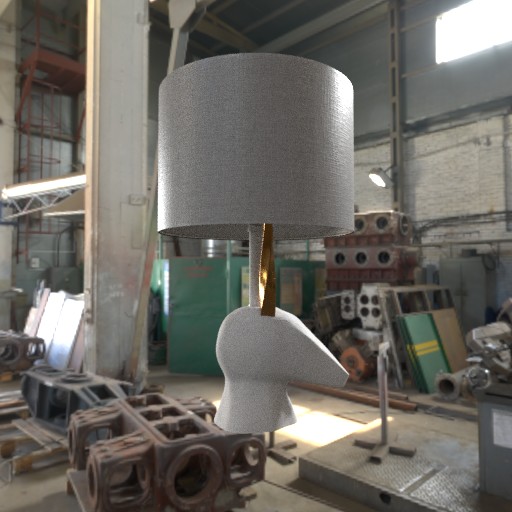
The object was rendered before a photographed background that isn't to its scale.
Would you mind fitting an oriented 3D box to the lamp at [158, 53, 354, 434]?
[{"bbox_3d":[0.000,0.000,0.688,0.298,0.503,0.298,0,-2,1],"label":"lamp"}]
